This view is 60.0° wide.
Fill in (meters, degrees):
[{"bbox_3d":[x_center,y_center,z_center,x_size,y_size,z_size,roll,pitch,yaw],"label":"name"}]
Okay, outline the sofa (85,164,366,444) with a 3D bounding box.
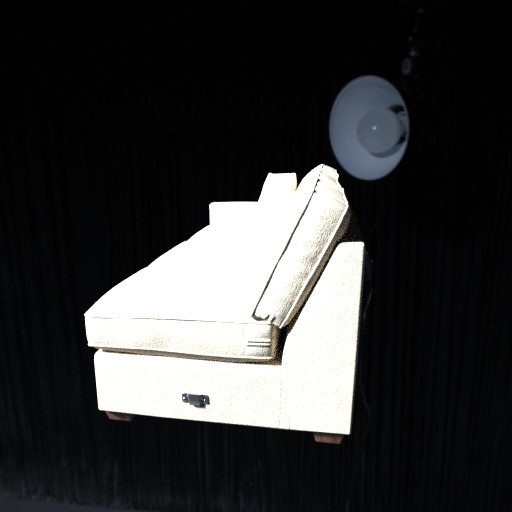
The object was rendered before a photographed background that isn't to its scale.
[{"bbox_3d":[0.000,0.000,2.497,1.034,0.946,1.962,2,14,9],"label":"sofa"}]
